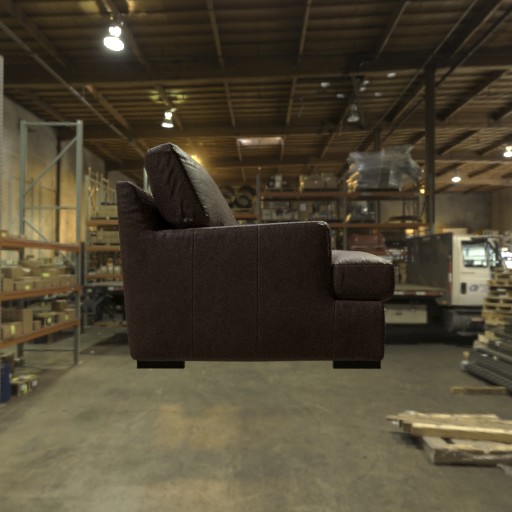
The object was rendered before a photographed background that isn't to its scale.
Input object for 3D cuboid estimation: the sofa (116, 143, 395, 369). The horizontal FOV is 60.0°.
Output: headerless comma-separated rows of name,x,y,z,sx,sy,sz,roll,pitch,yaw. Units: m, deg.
sofa,0.000,0.000,2.857,1.143,0.941,2.261,0,-1,0
